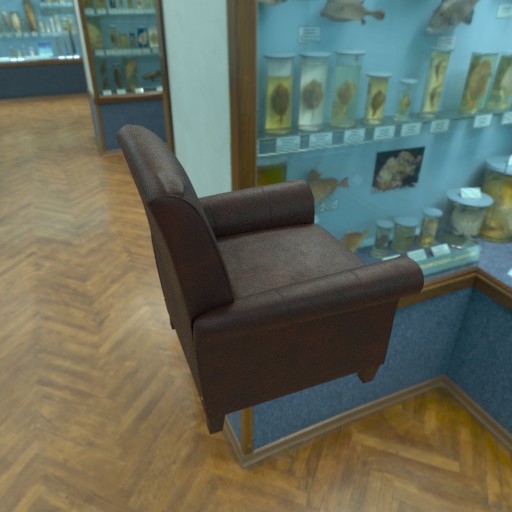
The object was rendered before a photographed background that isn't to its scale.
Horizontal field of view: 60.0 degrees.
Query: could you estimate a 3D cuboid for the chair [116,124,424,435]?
[{"bbox_3d":[0.000,0.000,1.821,0.902,1.061,0.978,-11,33,-19],"label":"chair"}]
